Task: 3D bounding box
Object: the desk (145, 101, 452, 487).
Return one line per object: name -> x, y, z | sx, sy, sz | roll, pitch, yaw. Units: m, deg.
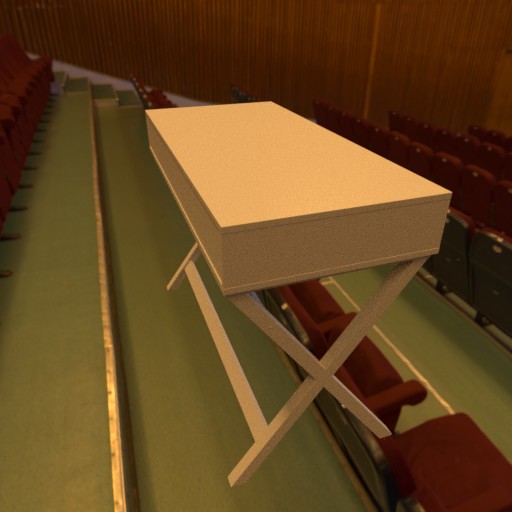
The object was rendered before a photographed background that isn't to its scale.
desk -> 0.000, 0.000, 1.486 | 0.509, 0.780, 1.059 | -10, 31, -17
